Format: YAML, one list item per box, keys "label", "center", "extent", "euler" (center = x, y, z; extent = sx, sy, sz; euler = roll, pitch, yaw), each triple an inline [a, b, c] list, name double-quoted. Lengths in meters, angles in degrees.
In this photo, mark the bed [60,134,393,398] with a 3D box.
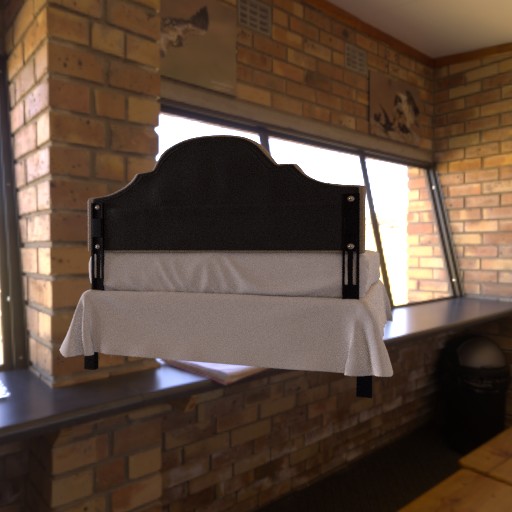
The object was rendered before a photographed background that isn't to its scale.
- label: "bed"
  center: [0.000, 0.000, 3.838]
  extent: [2.303, 1.631, 2.222]
  euler: [0, 1, 18]
